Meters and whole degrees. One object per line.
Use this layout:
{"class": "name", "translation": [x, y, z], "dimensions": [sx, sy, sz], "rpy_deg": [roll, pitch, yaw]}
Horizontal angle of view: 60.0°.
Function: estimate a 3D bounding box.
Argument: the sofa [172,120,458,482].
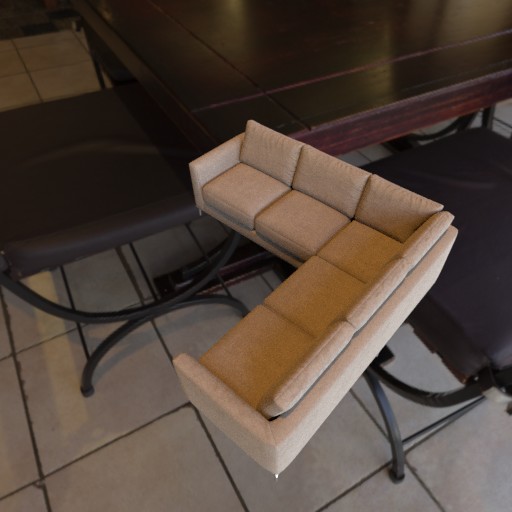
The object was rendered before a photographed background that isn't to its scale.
{"class": "sofa", "translation": [0.000, 0.000, 3.756], "dimensions": [2.438, 0.864, 2.438], "rpy_deg": [32, 54, 28]}
